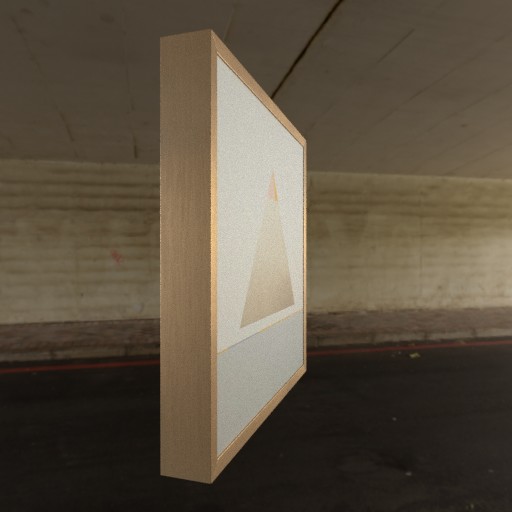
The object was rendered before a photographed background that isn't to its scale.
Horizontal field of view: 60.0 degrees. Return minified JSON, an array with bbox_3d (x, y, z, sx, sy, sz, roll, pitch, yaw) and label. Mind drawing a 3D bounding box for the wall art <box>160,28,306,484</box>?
[{"bbox_3d":[0.000,0.000,0.445,0.038,0.303,0.305,0,0,18],"label":"wall art"}]
